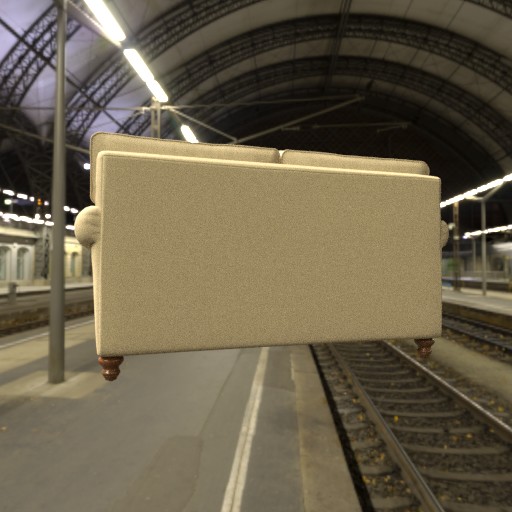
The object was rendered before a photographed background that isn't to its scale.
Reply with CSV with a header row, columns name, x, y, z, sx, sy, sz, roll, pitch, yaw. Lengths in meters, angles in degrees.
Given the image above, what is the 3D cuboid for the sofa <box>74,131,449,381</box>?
name,x,y,z,sx,sy,sz,roll,pitch,yaw
sofa,0.000,0.000,2.214,1.665,0.937,0.964,0,-2,-18
